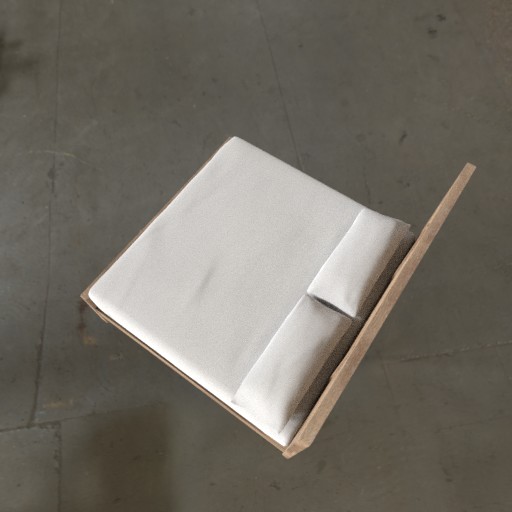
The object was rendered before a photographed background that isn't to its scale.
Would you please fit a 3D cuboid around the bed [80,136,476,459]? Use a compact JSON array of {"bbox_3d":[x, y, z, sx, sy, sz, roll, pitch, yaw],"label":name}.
[{"bbox_3d":[0.000,0.000,3.477,2.062,1.626,2.032,32,68,15],"label":"bed"}]
